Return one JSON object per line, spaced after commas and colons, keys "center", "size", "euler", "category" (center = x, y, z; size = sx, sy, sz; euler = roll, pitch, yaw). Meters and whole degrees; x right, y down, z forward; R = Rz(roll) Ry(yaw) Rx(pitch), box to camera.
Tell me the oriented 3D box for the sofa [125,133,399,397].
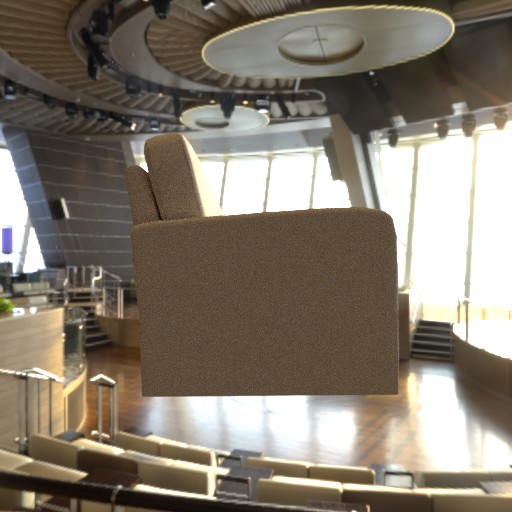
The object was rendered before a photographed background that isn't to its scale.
{"center": [0.000, 0.000, 2.223], "size": [0.894, 0.831, 1.808], "euler": [0, 0, -2], "category": "sofa"}
